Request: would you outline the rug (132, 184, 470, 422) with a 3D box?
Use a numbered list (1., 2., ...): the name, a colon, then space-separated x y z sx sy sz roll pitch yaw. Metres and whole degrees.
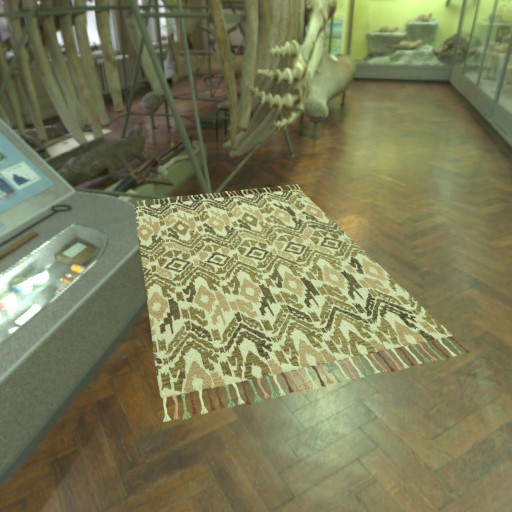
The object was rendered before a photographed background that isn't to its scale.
1. rug: 0.000 0.000 2.984 1.524 0.008 2.438 -8 30 -14
